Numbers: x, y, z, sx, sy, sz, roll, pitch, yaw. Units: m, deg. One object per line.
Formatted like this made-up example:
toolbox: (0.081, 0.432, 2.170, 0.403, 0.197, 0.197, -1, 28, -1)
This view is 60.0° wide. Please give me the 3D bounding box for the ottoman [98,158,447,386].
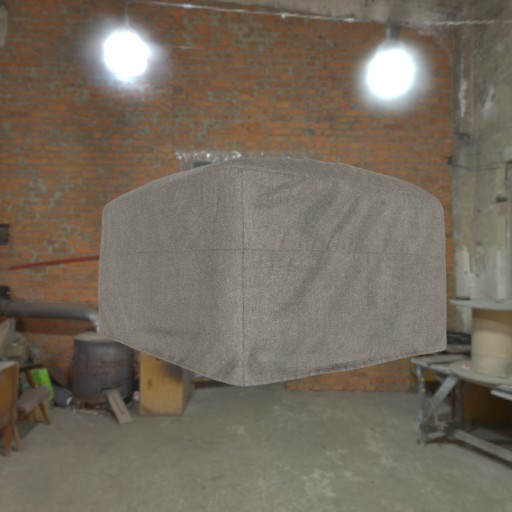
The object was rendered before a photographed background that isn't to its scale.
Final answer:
ottoman: (0.000, 0.000, 1.275, 0.683, 0.481, 0.837, 1, -1, -37)
